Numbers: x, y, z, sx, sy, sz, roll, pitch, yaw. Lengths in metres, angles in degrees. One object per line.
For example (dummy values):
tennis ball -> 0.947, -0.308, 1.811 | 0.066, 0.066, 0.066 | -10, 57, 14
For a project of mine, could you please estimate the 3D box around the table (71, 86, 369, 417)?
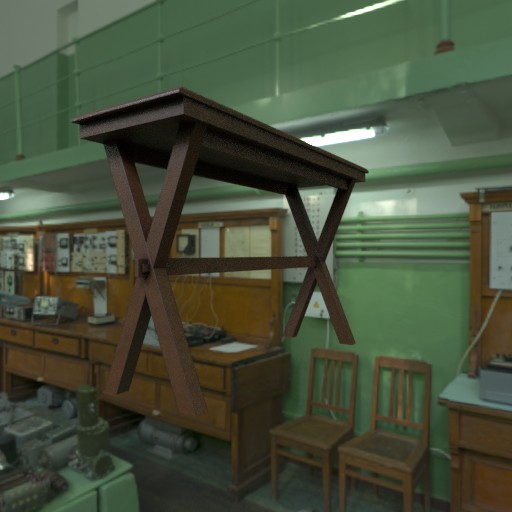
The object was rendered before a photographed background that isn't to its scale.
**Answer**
table -> 0.000, 0.000, 1.585 | 0.399, 0.763, 1.197 | 0, 1, 34
